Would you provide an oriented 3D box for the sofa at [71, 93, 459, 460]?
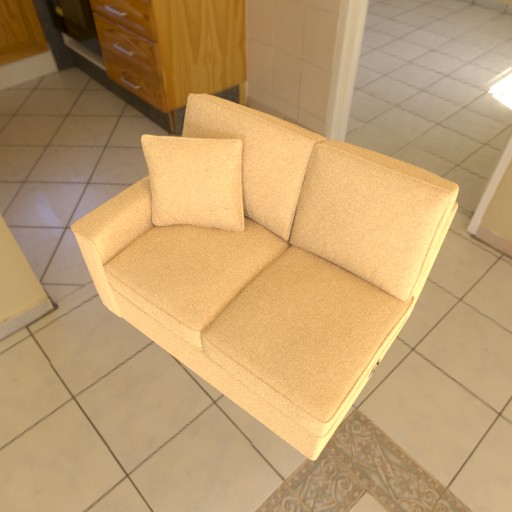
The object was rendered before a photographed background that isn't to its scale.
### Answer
[{"bbox_3d":[0.000,0.000,2.061,1.388,0.989,0.991,29,53,25],"label":"sofa"}]
